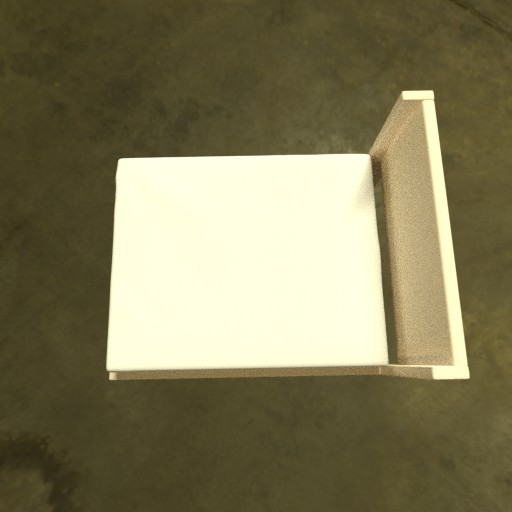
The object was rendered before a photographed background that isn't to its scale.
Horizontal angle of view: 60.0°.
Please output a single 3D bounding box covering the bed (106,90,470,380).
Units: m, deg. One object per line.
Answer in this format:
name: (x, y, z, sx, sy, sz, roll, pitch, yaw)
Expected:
bed: (0.000, 0.000, 3.297, 2.280, 1.471, 1.765, -1, 77, 0)
